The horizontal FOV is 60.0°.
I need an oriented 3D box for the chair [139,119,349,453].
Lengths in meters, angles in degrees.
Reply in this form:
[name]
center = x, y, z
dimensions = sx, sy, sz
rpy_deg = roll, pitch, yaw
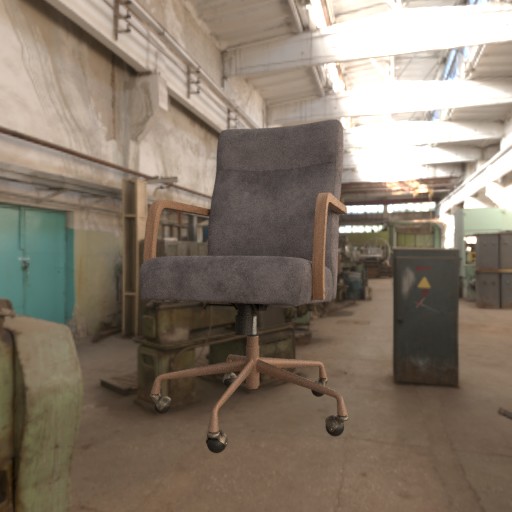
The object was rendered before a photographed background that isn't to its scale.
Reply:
[chair]
center = 0.000, 0.000, 1.475
dimensions = 0.640, 1.029, 0.741
rpy_deg = 0, 1, 18
